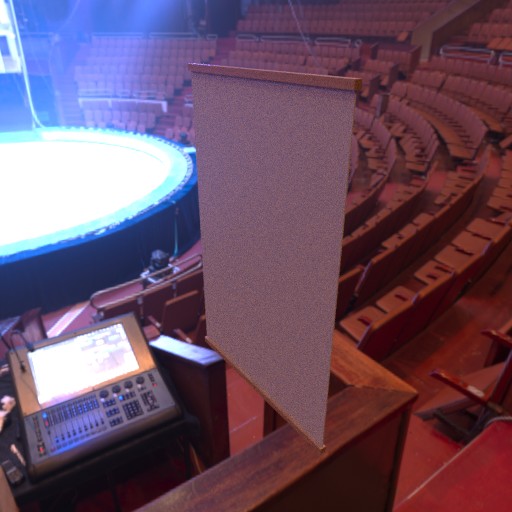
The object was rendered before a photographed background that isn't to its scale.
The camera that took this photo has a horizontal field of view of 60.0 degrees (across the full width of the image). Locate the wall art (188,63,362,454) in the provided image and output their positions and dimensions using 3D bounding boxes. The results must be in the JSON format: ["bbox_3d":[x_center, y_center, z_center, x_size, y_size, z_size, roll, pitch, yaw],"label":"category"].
[{"bbox_3d":[0.000,0.000,1.955,0.030,1.519,0.990,-18,32,-32],"label":"wall art"}]
